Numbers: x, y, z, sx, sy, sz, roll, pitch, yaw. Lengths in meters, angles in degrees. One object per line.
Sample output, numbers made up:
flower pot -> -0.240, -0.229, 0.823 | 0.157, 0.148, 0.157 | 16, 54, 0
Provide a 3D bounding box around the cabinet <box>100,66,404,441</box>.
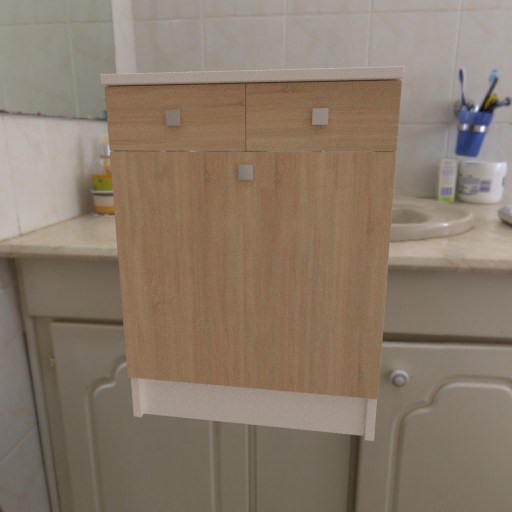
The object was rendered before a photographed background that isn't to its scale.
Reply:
cabinet -> 0.000, 0.000, 1.099 | 0.600, 0.815, 0.296 | 2, 14, 9
